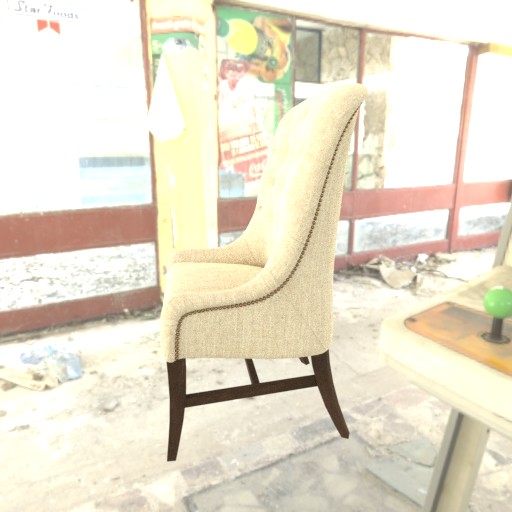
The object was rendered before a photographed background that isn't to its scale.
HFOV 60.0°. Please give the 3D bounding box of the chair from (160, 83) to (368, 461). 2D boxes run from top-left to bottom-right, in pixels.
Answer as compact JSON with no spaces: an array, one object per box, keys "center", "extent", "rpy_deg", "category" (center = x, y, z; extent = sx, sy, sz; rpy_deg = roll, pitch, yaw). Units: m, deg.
[{"center":[0.000,0.000,1.502],"extent":[0.629,1.091,0.634],"rpy_deg":[-2,14,-9],"category":"chair"}]
